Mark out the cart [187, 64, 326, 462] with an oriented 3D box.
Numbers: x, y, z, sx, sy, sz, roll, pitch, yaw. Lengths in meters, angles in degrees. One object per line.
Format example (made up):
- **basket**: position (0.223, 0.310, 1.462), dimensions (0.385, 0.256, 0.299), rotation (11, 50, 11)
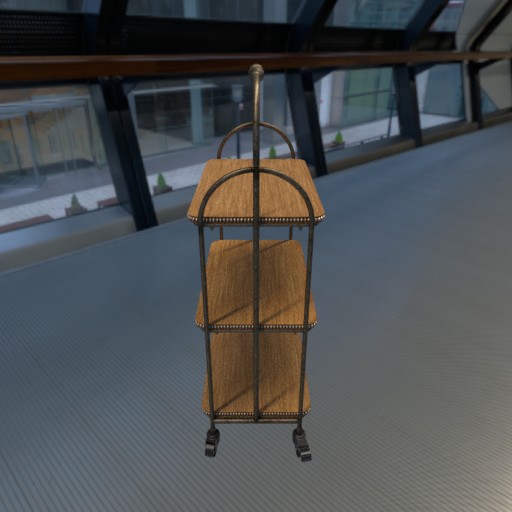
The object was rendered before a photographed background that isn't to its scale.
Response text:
- **cart**: position (0.000, 0.000, 1.330), dimensions (0.330, 1.052, 0.650), rotation (0, 27, 0)
